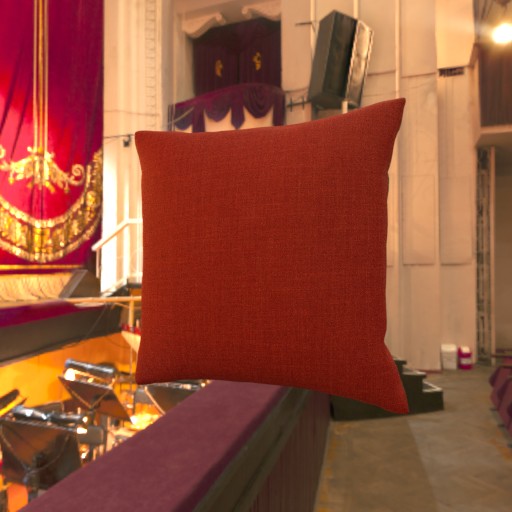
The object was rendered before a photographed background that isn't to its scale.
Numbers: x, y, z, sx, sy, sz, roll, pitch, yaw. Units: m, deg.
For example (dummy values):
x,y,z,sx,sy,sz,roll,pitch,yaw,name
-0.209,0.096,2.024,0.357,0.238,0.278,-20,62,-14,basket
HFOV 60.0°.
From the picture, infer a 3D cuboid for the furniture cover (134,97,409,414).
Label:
x,y,z,sx,sy,sz,roll,pitch,yaw,name
0.000,0.000,0.796,0.517,0.508,0.158,0,-1,20,furniture cover
